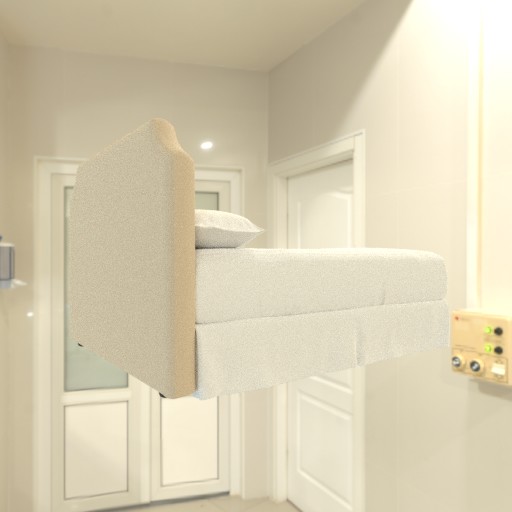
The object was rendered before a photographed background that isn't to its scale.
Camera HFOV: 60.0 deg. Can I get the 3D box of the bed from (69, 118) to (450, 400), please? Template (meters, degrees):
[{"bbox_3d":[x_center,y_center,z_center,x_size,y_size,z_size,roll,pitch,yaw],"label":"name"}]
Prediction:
[{"bbox_3d":[0.000,0.000,3.774,2.548,1.524,2.134,0,0,-36],"label":"bed"}]
